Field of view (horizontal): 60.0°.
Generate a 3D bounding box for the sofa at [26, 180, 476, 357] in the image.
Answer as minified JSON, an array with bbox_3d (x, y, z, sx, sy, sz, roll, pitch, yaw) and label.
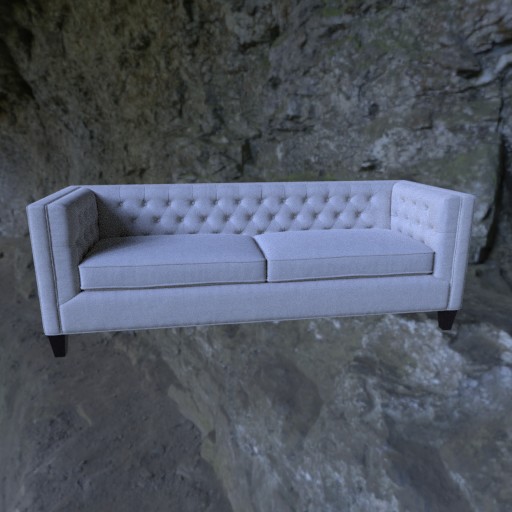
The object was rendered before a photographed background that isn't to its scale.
[{"bbox_3d":[0.000,0.000,2.558,2.159,0.762,0.775,-2,16,-8],"label":"sofa"}]
